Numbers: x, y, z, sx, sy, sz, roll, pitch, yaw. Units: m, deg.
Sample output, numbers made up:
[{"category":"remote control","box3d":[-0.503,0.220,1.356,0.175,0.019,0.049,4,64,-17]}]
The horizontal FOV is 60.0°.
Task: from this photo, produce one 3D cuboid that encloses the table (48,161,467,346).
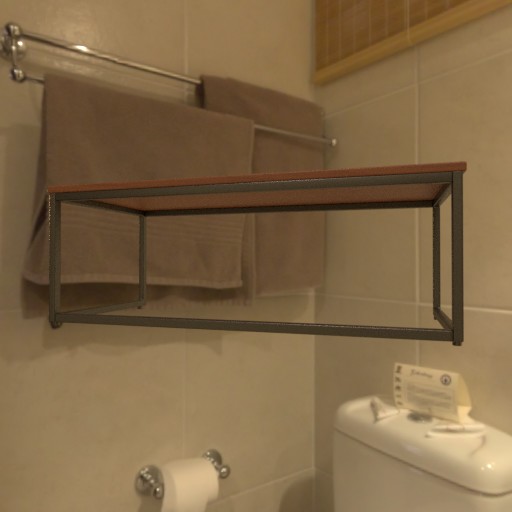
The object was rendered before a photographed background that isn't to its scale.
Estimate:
[{"category":"table","box3d":[0.000,0.000,1.349,1.100,0.400,0.500,0,-1,17]}]
